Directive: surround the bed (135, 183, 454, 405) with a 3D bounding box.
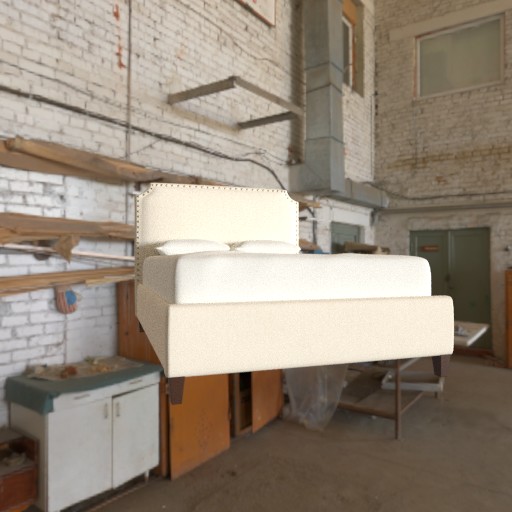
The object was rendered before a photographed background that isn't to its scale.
[{"bbox_3d":[0.000,0.000,3.468,1.712,1.443,2.365,0,0,-19],"label":"bed"}]
